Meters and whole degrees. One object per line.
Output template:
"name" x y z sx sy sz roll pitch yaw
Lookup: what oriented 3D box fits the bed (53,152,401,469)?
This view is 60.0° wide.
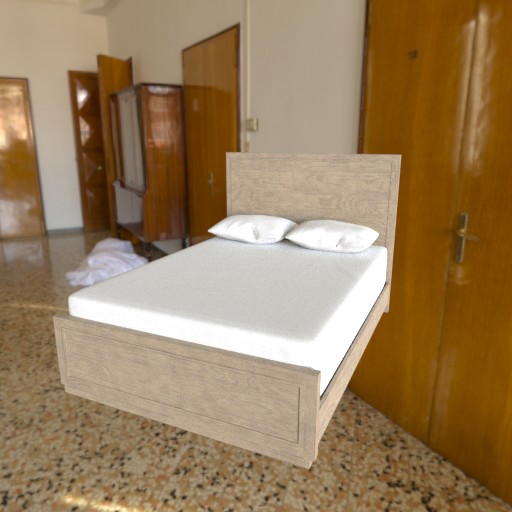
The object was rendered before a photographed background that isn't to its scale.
"bed" 0.000 0.000 3.170 1.606 1.369 2.189 7 16 24
